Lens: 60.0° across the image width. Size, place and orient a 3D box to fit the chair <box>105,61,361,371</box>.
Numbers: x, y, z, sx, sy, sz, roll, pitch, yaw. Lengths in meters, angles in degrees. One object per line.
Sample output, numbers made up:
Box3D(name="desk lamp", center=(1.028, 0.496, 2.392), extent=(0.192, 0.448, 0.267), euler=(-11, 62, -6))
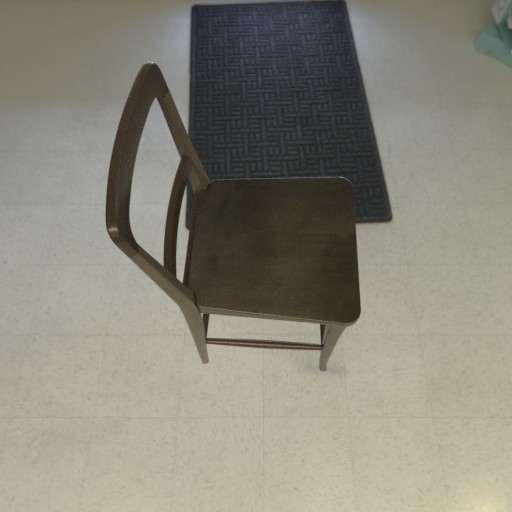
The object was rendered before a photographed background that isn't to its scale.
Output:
Box3D(name="chair", center=(0.000, 0.000, 1.283), extent=(0.546, 0.991, 0.450), euler=(2, 63, 1))
